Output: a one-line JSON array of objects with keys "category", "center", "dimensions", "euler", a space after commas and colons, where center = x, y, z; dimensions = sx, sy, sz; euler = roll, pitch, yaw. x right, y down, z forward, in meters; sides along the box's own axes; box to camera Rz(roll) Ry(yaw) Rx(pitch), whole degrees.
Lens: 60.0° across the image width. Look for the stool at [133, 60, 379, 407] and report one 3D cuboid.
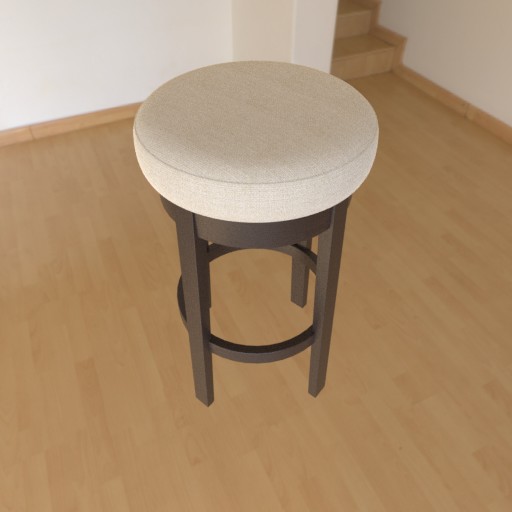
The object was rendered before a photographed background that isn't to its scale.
[{"category": "stool", "center": [0.000, 0.000, 1.021], "dimensions": [0.446, 0.758, 0.446], "euler": [0, 45, 0]}]
